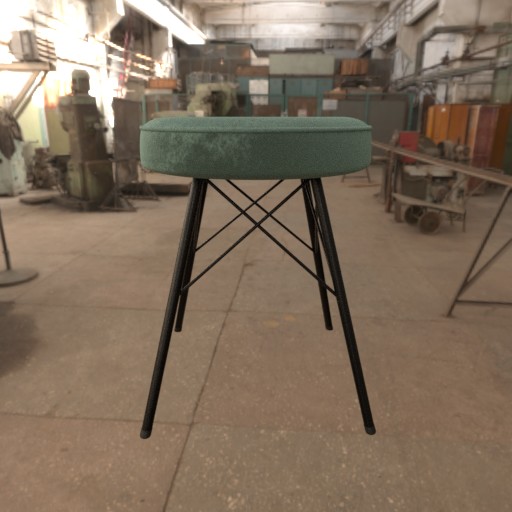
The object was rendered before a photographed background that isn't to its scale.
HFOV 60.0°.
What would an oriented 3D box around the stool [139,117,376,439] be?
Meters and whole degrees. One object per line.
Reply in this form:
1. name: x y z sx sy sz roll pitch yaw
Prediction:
1. stool: 0.000 0.000 0.866 0.457 0.519 0.458 2 18 7
